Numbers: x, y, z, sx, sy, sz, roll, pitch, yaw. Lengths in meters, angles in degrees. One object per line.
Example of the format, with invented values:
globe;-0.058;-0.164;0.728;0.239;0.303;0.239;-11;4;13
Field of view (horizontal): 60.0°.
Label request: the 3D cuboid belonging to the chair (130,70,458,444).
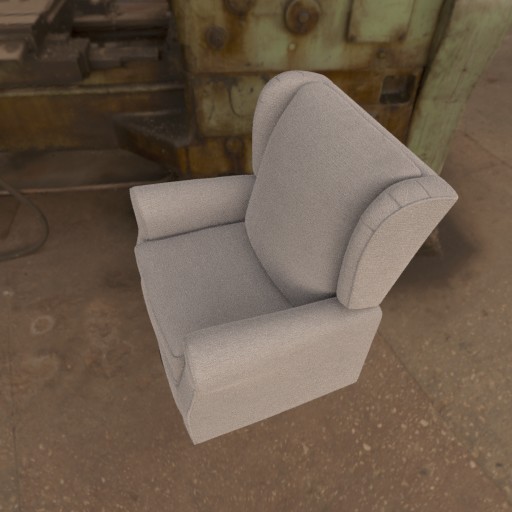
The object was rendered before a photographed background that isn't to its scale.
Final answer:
chair;0.000;0.000;1.621;0.854;0.966;0.906;-16;49;-15
